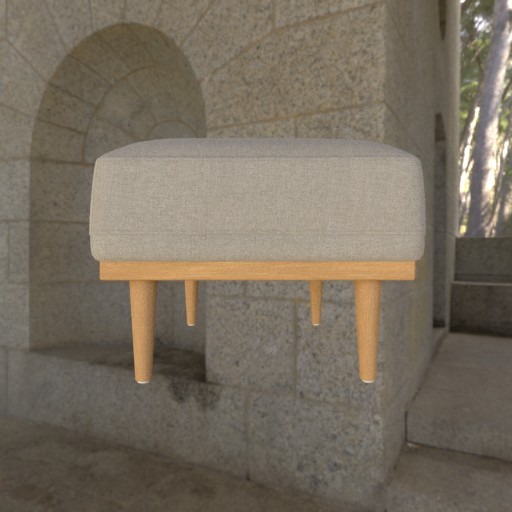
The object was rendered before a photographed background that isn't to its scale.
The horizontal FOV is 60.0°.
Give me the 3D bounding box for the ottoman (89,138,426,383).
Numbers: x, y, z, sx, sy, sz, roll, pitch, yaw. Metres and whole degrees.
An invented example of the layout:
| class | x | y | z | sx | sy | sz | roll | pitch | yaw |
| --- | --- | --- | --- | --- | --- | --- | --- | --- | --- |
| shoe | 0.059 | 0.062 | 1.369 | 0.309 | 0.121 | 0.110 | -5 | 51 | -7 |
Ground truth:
| class | x | y | z | sx | sy | sz | roll | pitch | yaw |
| --- | --- | --- | --- | --- | --- | --- | --- | --- | --- |
| ottoman | 0.000 | 0.000 | 1.062 | 0.549 | 0.428 | 0.749 | 0 | 0 | -1 |
